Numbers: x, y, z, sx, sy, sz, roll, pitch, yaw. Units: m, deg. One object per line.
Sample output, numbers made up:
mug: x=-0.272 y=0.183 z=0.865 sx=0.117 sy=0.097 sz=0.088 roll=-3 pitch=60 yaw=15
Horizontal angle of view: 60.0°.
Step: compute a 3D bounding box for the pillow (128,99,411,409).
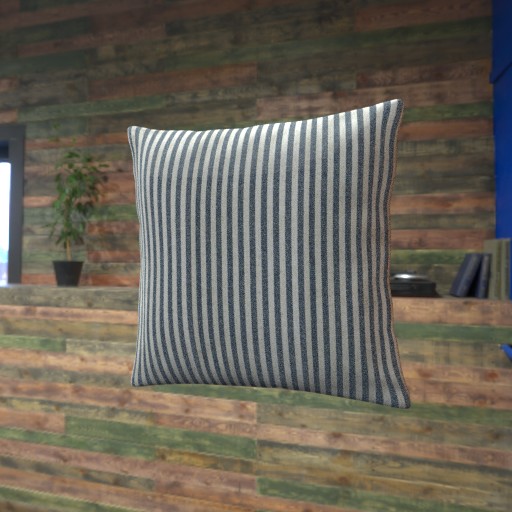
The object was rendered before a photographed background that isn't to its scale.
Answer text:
pillow: x=0.000 y=0.000 z=0.797 sx=0.523 sy=0.510 sz=0.166 roll=0 pitch=-1 yaw=17
